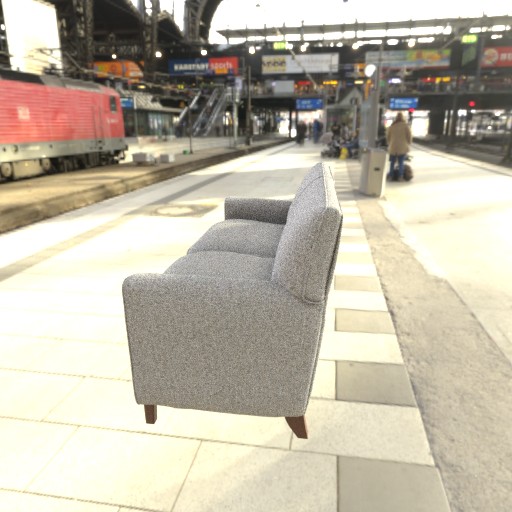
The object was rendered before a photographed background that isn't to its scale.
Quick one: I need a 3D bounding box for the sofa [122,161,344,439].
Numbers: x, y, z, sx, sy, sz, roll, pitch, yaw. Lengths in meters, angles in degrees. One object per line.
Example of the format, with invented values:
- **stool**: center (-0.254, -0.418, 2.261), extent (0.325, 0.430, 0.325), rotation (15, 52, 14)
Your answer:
- **sofa**: center (0.000, 0.000, 2.569), extent (0.854, 0.942, 2.026), rotation (2, 17, 7)
